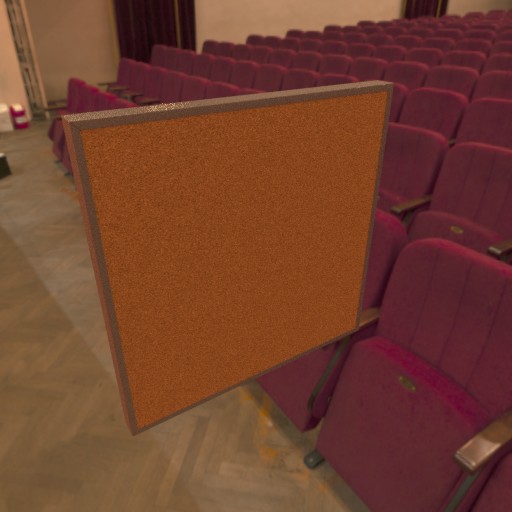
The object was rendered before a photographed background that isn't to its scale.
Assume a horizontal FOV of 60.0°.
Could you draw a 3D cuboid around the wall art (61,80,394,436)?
[{"bbox_3d":[0.000,0.000,0.507,0.349,0.349,0.028,-18,34,-28],"label":"wall art"}]
